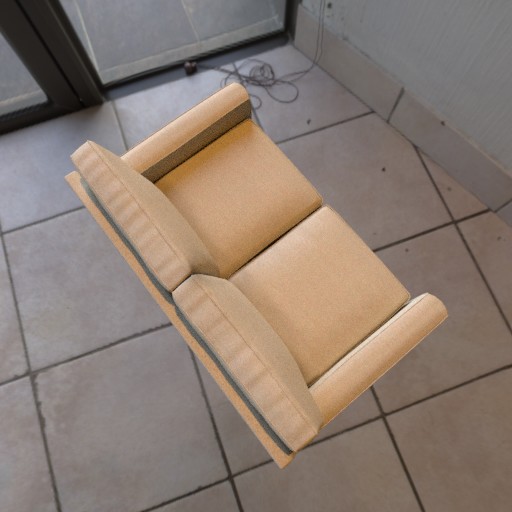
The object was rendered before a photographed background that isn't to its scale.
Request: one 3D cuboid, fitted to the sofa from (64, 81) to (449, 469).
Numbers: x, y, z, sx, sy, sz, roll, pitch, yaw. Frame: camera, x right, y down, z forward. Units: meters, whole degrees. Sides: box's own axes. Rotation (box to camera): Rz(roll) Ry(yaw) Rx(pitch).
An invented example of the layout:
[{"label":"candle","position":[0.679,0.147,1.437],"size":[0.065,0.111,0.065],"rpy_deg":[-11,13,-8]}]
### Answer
[{"label":"sofa","position":[0.000,0.000,2.054],"size":[0.942,0.853,1.484],"rpy_deg":[-38,78,-10]}]
